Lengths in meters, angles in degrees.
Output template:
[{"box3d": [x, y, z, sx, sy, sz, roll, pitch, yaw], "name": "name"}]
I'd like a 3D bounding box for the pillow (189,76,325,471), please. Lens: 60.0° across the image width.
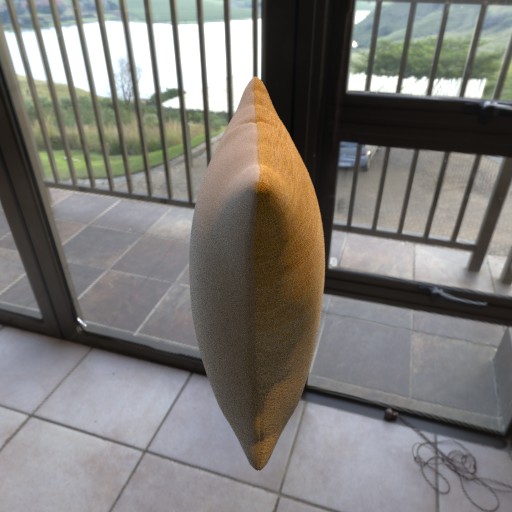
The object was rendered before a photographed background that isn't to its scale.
[{"box3d": [0.000, 0.000, 0.697, 0.211, 0.450, 0.450, 0, 34, -1], "name": "pillow"}]
